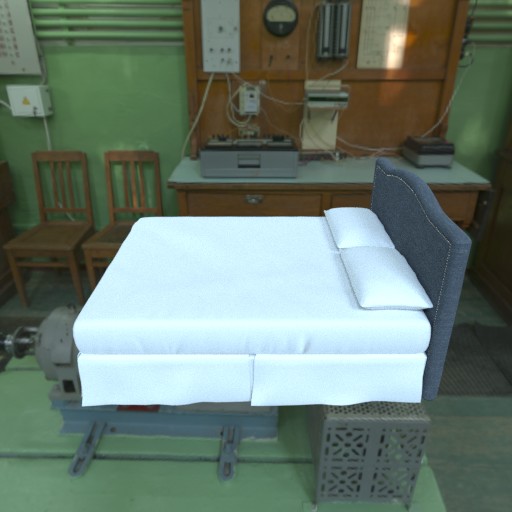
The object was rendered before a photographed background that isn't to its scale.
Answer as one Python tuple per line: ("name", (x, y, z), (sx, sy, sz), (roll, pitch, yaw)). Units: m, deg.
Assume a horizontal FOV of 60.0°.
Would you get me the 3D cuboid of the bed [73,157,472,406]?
("bed", (0.000, 0.000, 3.936), (2.689, 1.457, 2.161), (0, 27, 0))
